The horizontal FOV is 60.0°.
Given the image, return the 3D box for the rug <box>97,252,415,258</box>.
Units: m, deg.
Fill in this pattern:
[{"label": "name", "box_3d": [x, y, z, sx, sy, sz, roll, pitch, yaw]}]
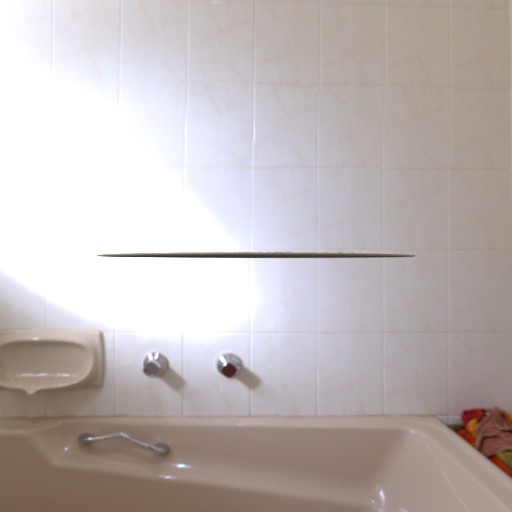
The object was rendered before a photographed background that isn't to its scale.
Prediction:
[{"label": "rug", "box_3d": [0.000, 0.000, 2.353, 1.593, 0.012, 1.593, 0, -1, 0]}]
